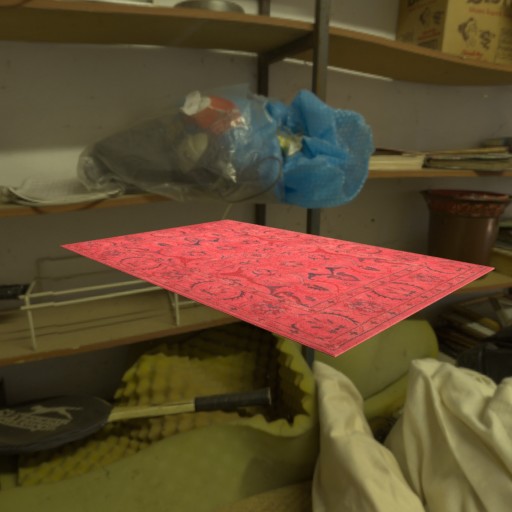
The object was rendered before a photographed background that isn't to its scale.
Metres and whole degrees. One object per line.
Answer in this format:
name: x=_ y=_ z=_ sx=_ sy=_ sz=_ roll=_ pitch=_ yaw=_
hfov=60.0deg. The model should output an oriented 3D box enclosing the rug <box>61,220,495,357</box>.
rug: x=0.000 y=0.000 z=2.196 sx=1.209 sy=0.008 sz=1.814 roll=-14 pitch=20 yaw=-43
